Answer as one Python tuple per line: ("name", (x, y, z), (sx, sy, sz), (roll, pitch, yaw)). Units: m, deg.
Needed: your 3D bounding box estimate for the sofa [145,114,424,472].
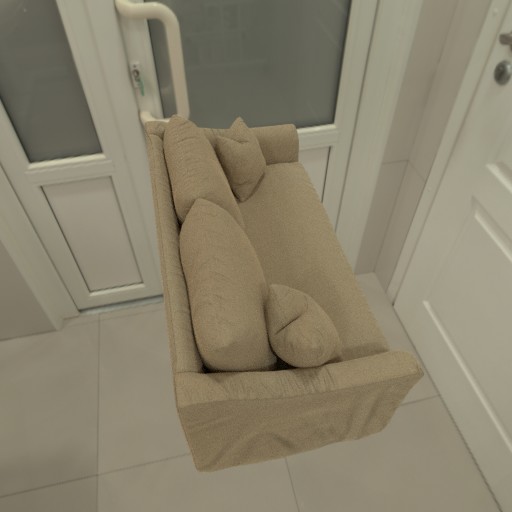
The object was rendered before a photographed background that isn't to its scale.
("sofa", (0.000, 0.000, 2.597), (1.072, 1.018, 2.010), (-10, 49, -9))
